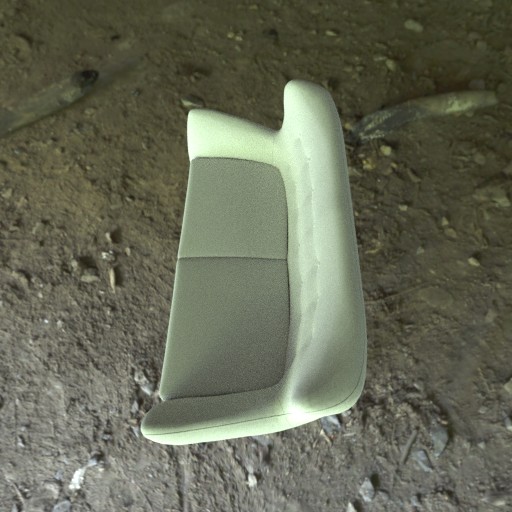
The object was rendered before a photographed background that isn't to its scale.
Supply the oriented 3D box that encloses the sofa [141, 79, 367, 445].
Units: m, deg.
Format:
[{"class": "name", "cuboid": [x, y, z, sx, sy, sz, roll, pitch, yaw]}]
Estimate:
[{"class": "sofa", "cuboid": [0.000, 0.000, 2.369, 0.899, 0.890, 1.930, 1, 57, 1]}]
